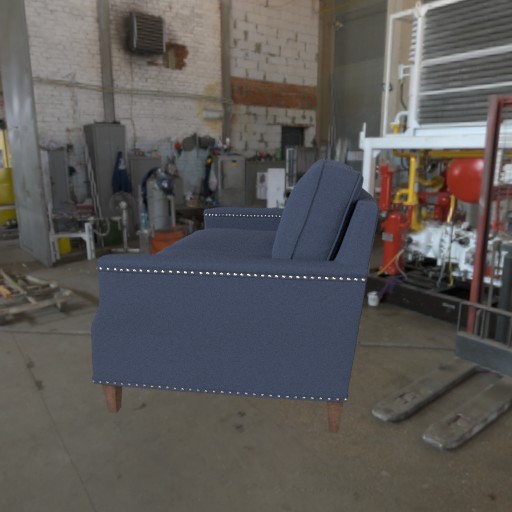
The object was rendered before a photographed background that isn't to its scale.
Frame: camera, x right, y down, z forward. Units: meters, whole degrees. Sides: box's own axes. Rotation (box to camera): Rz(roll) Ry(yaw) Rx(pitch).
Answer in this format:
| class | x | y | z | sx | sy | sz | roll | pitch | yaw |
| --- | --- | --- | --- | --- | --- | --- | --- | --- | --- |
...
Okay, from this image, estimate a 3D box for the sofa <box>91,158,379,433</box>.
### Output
| class | x | y | z | sx | sy | sz | roll | pitch | yaw |
| --- | --- | --- | --- | --- | --- | --- | --- | --- | --- |
| sofa | 0.000 | 0.000 | 2.336 | 1.084 | 1.003 | 1.597 | 2 | 13 | 9 |
